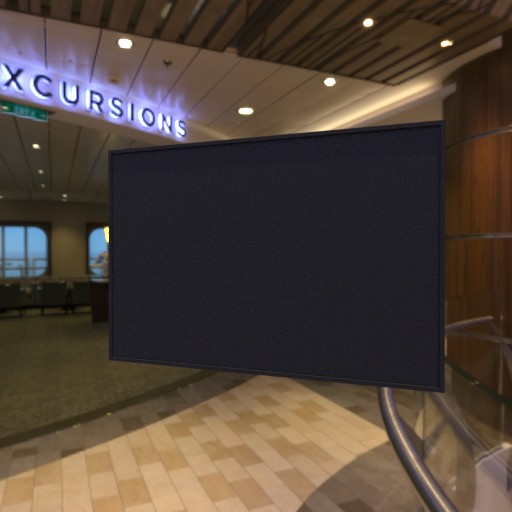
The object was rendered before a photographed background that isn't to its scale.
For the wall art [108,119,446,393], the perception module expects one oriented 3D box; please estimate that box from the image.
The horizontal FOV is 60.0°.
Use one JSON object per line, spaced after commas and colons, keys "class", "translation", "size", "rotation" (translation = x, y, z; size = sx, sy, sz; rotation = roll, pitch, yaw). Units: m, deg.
{"class": "wall art", "translation": [0.000, 0.000, 1.514], "size": [1.190, 0.805, 0.028], "rotation": [0, 1, 19]}
